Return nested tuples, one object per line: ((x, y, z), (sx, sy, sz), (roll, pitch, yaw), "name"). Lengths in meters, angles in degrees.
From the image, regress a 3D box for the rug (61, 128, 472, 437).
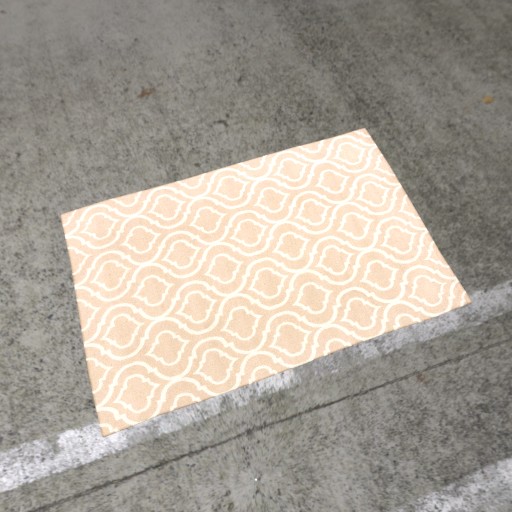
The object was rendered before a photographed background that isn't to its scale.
((0.000, 0.000, 2.188), (1.761, 0.013, 1.152), (-18, 65, -9), "rug")
